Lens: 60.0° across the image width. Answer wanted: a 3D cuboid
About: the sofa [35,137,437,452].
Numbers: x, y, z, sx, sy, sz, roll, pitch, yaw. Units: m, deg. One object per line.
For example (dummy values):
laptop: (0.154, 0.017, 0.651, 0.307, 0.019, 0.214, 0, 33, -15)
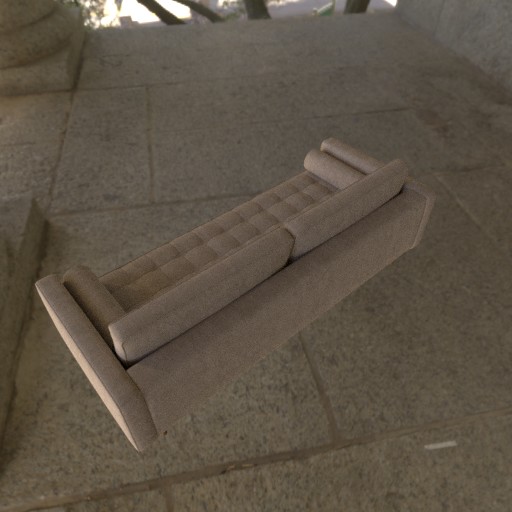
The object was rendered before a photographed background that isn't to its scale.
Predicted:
sofa: (0.000, 0.000, 2.604, 2.200, 0.770, 0.919, -31, 53, -27)
